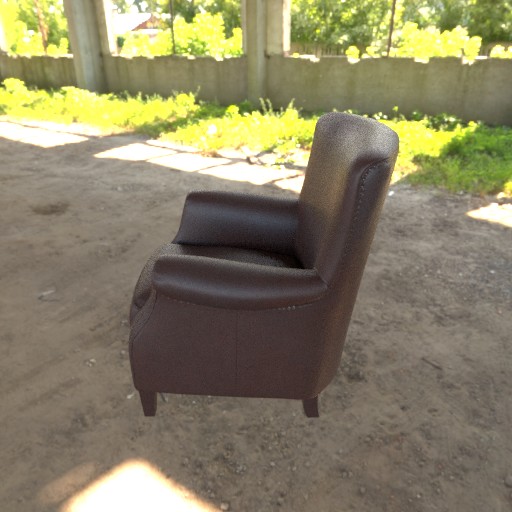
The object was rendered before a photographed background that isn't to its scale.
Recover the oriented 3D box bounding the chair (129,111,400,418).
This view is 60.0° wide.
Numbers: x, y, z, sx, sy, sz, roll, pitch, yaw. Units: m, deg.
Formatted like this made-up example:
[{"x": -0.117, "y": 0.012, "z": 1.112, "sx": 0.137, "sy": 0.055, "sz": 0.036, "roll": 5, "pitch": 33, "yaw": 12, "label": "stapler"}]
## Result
[{"x": 0.000, "y": 0.000, "z": 1.374, "sx": 0.746, "sy": 0.800, "sz": 0.700, "roll": 0, "pitch": 26, "yaw": 0, "label": "chair"}]
